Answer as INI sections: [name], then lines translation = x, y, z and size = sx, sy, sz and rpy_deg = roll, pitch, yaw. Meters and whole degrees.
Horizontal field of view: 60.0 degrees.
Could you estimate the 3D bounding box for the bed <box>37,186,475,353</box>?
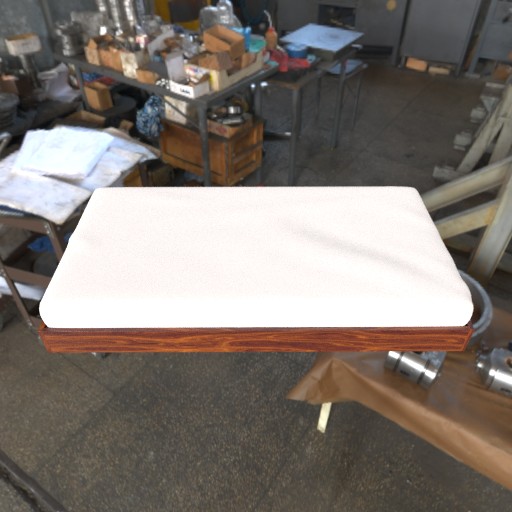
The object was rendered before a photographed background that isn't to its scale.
[bed]
translation = 0.000, 0.000, 2.231
size = 1.860, 0.312, 0.940
rpy_deg = 0, 42, 0
